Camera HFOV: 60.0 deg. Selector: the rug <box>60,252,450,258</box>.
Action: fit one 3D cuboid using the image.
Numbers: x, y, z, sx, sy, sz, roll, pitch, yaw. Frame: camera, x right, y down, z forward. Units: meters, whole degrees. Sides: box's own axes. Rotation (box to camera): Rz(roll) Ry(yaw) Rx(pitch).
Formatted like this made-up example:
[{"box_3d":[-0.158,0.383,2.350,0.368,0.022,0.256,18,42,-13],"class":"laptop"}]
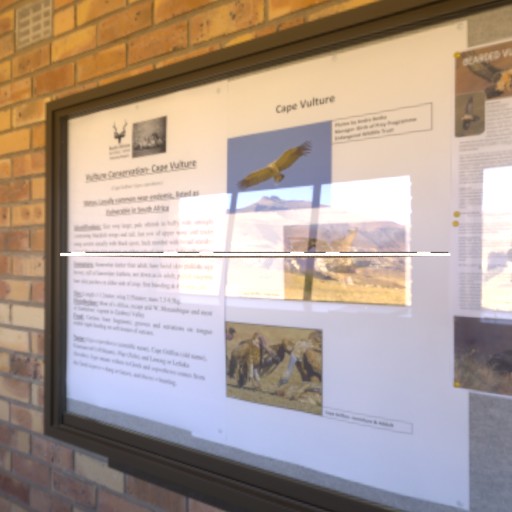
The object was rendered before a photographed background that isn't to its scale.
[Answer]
[{"box_3d":[0.000,0.000,2.904,1.555,0.016,2.286,0,0,0],"class":"rug"}]
